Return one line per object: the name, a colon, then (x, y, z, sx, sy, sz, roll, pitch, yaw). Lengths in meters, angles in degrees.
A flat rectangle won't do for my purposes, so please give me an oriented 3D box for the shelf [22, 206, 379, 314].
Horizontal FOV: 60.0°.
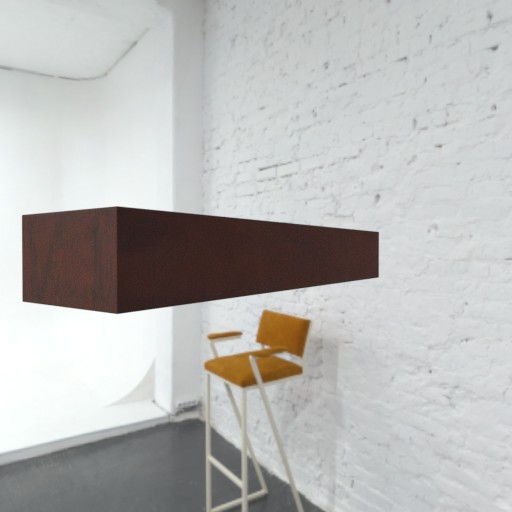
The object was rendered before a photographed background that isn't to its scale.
shelf: (0.000, 0.000, 0.653, 0.152, 0.088, 0.607, 0, 1, 35)
